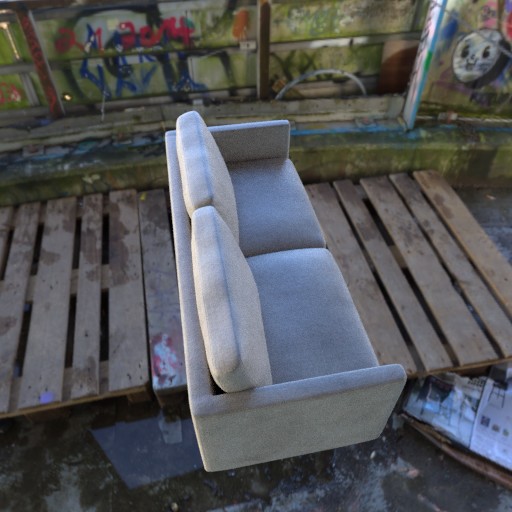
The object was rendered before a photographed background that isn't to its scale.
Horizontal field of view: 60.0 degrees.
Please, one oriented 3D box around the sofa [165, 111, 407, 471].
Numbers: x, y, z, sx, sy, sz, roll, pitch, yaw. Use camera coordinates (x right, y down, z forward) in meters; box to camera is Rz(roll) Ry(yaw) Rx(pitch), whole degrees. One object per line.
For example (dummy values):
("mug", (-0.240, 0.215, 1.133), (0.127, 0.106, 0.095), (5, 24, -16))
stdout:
("sofa", (0.000, 0.000, 2.739), (0.951, 0.965, 2.208), (-8, 47, -7))
